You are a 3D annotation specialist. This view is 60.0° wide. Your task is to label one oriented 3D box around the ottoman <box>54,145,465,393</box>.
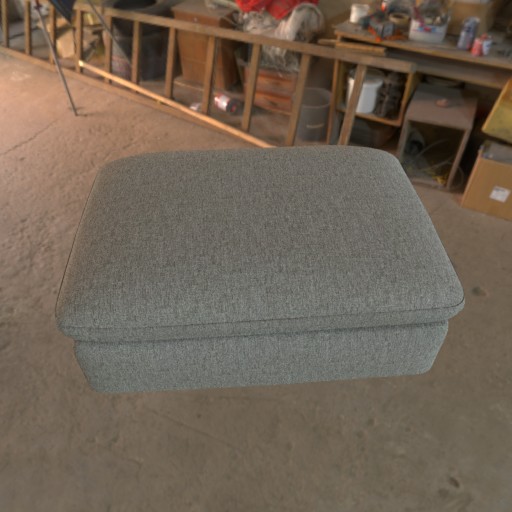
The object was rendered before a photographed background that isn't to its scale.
[{"bbox_3d":[0.000,0.000,1.333,0.977,0.451,0.694,-3,46,-3],"label":"ottoman"}]
